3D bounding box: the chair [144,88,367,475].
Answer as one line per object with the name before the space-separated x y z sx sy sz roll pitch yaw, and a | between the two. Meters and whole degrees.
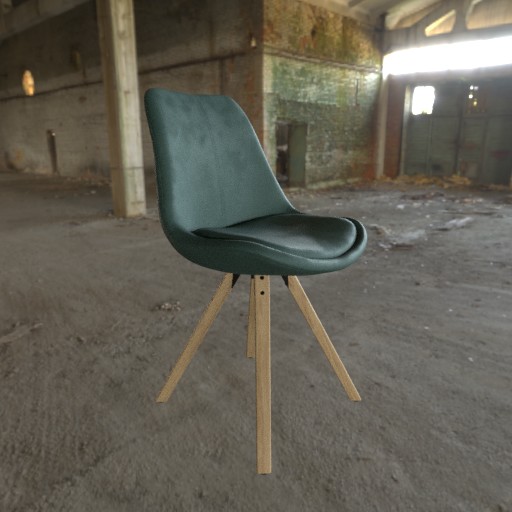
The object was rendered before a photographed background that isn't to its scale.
chair | 0.000 0.000 1.185 0.547 0.865 0.483 13 19 41
